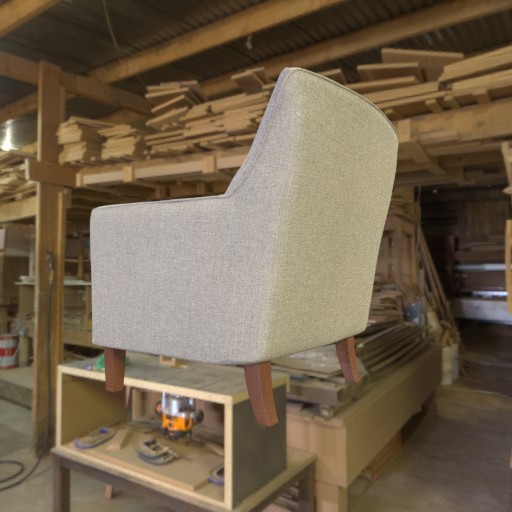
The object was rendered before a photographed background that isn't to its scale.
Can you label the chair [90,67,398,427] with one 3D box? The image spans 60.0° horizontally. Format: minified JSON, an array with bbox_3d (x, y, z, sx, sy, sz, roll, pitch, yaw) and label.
[{"bbox_3d":[0.000,0.000,1.788,0.993,1.047,0.887,-1,-2,36],"label":"chair"}]
